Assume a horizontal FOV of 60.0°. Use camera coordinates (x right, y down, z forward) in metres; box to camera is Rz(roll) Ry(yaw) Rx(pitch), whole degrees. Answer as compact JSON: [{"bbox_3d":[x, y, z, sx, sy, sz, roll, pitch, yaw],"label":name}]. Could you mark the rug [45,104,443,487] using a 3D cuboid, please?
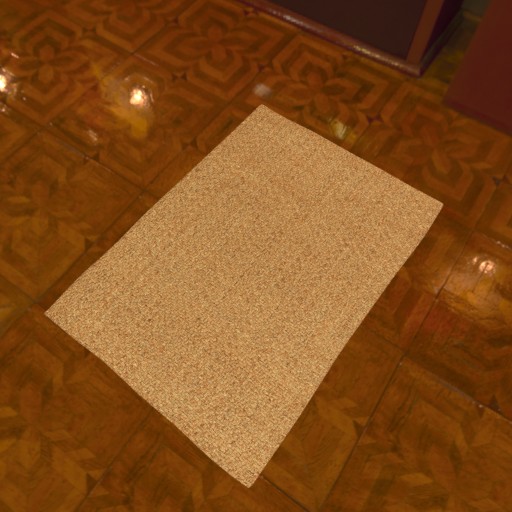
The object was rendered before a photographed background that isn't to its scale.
[{"bbox_3d":[0.000,0.000,2.798,1.566,0.013,2.141,34,68,16],"label":"rug"}]
